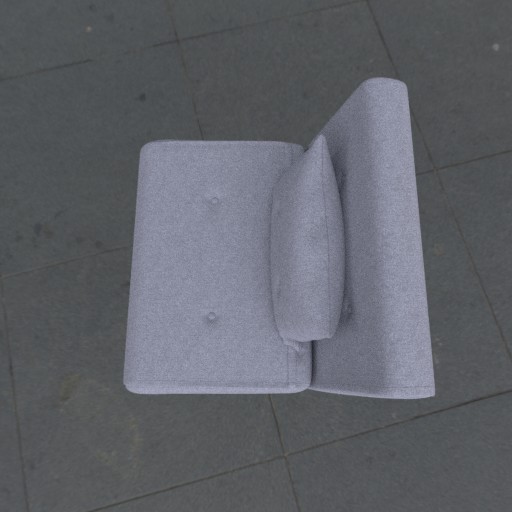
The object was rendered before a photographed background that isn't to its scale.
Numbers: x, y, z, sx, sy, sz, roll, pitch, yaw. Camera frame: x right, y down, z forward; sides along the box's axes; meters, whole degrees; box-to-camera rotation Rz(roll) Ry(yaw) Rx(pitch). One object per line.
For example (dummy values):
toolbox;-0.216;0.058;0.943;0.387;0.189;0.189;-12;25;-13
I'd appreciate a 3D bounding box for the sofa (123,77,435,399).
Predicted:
sofa;0.000;0.000;1.699;1.000;0.825;1.020;0;76;0
